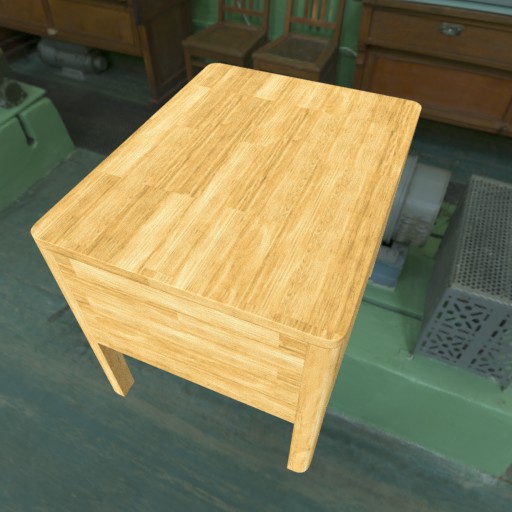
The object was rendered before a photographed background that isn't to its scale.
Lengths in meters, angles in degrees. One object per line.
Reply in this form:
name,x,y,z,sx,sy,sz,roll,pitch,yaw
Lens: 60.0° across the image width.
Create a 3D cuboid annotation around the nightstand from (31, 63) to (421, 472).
nightstand,0.000,0.000,0.885,0.440,0.470,0.560,17,50,15
